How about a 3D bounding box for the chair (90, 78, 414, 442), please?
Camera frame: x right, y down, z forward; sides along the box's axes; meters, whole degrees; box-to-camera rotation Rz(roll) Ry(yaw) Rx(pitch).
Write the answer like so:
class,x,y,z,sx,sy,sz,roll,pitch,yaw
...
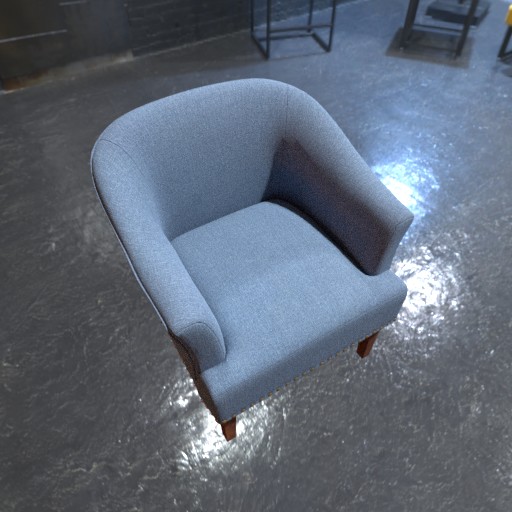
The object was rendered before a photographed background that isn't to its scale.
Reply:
class,x,y,z,sx,sy,sz,roll,pitch,yaw
chair,0.000,0.000,1.400,0.772,0.815,0.704,-25,52,-21
